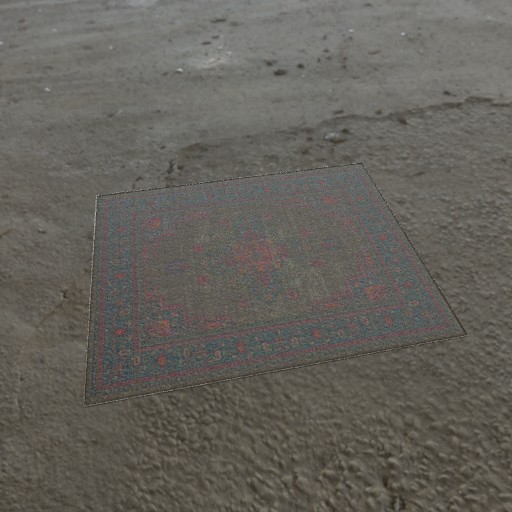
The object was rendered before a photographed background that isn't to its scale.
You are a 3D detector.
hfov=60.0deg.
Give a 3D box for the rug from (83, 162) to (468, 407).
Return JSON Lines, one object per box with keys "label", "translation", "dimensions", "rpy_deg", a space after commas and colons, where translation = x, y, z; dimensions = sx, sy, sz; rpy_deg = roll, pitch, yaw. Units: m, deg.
{"label": "rug", "translation": [0.000, 0.000, 4.218], "dimensions": [3.057, 0.013, 2.434], "rpy_deg": [-8, 48, -8]}
